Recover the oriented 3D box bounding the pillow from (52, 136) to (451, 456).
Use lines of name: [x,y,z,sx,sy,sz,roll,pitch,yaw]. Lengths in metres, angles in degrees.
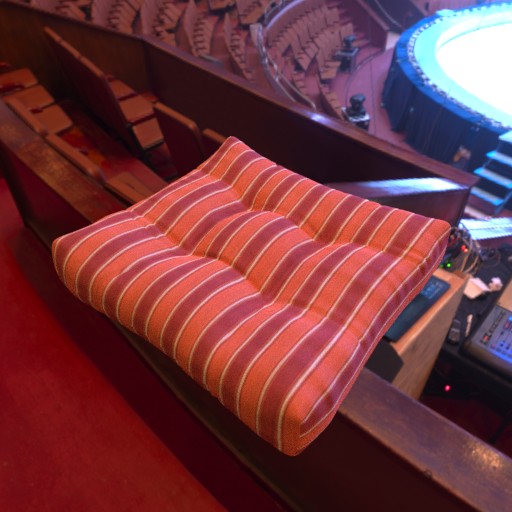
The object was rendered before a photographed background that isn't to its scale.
pillow: [0.000,0.000,0.735,0.490,0.133,0.468,27,48,28]
